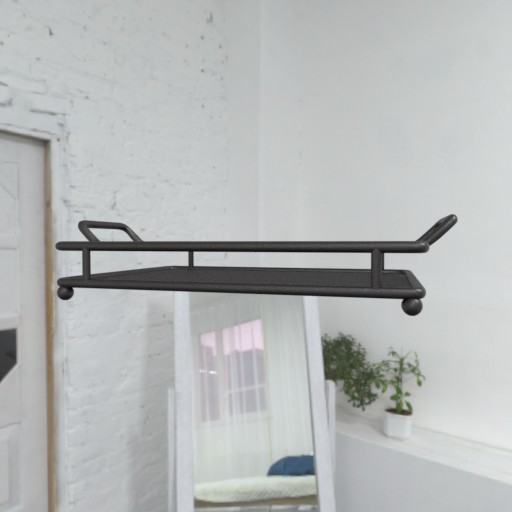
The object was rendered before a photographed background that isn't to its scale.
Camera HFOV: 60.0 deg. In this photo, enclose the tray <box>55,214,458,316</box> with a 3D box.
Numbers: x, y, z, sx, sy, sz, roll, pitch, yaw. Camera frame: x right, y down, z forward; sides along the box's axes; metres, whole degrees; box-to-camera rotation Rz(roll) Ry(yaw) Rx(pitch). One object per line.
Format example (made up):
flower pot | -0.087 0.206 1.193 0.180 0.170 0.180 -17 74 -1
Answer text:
tray | 0.000 0.000 0.608 0.495 0.101 0.297 1 2 17
